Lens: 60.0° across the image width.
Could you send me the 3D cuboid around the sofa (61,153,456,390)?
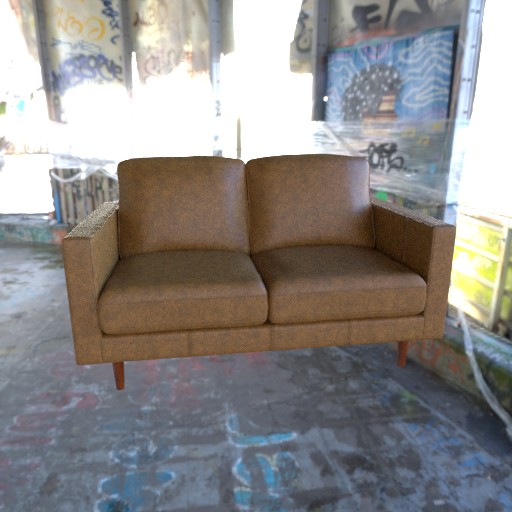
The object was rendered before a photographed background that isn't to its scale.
[{"bbox_3d":[0.000,0.000,2.184,1.578,0.951,0.909,-2,16,-8],"label":"sofa"}]
